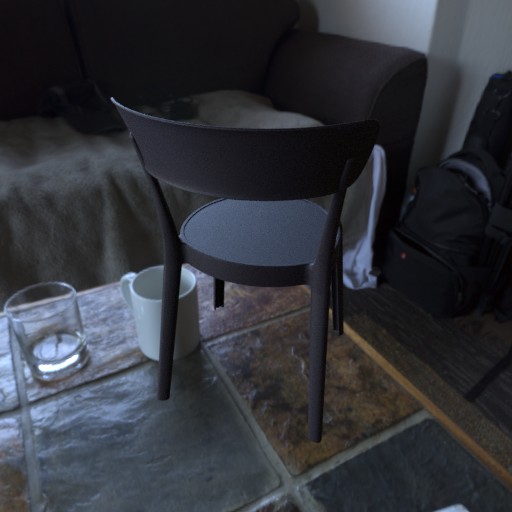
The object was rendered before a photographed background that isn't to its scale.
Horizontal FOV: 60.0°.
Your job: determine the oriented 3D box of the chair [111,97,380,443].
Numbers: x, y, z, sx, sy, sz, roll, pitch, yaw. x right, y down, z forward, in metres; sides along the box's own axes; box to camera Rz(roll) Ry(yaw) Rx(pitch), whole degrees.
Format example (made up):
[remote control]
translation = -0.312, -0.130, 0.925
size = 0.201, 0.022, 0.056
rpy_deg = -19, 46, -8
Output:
[chair]
translation = 0.000, 0.000, 1.098
size = 0.506, 0.790, 0.491
rpy_deg = 10, 34, 15
